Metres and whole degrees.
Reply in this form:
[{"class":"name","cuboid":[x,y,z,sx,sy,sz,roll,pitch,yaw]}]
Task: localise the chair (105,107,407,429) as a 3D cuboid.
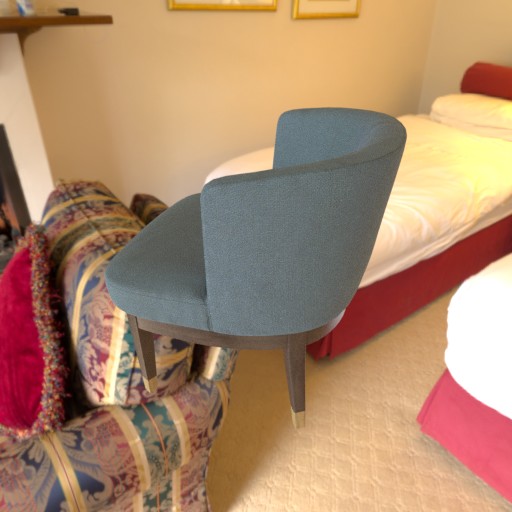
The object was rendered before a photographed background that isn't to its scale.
[{"class":"chair","cuboid":[0.000,0.000,1.260,0.702,0.760,0.661,9,32,14]}]
